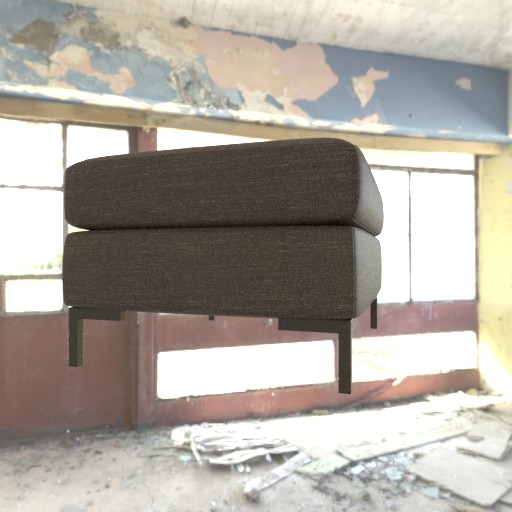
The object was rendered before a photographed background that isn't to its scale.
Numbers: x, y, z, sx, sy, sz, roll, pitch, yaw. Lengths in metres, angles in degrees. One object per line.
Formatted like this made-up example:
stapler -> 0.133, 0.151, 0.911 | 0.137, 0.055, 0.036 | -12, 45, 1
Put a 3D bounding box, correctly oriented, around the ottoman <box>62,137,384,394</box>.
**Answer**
ottoman -> 0.000, 0.000, 1.248 | 0.671, 0.490, 0.820 | 0, 0, 19
